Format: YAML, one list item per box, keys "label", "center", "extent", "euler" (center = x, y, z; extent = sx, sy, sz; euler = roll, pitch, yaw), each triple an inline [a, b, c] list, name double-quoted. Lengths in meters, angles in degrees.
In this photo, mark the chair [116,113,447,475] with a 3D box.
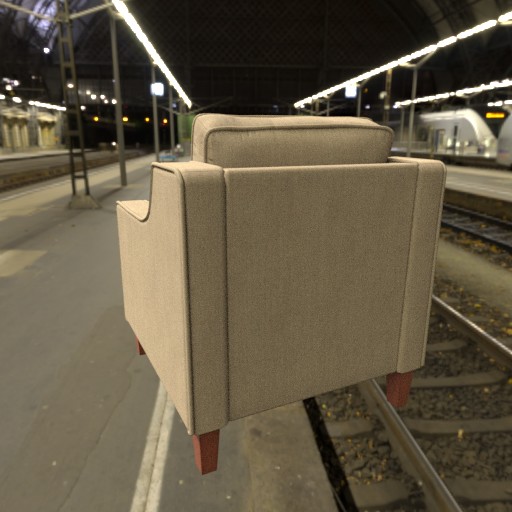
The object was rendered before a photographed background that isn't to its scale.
- label: "chair"
  center: [0.000, 0.000, 1.619]
  extent: [0.831, 0.960, 0.909]
  euler: [-7, 17, -26]
